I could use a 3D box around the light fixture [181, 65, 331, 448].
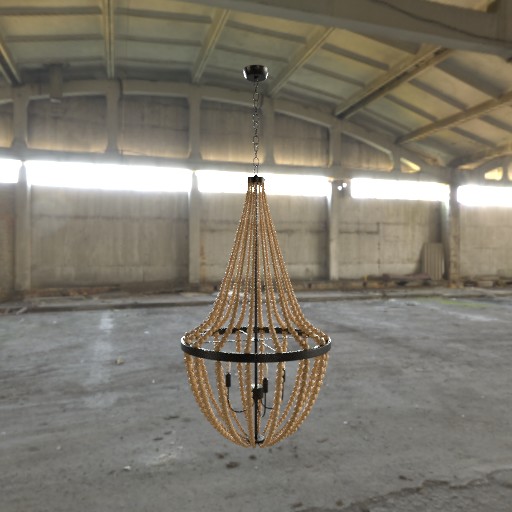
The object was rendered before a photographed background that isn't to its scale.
[{"bbox_3d":[0.000,0.000,1.349,0.450,1.133,0.450,0,0,0],"label":"light fixture"}]
